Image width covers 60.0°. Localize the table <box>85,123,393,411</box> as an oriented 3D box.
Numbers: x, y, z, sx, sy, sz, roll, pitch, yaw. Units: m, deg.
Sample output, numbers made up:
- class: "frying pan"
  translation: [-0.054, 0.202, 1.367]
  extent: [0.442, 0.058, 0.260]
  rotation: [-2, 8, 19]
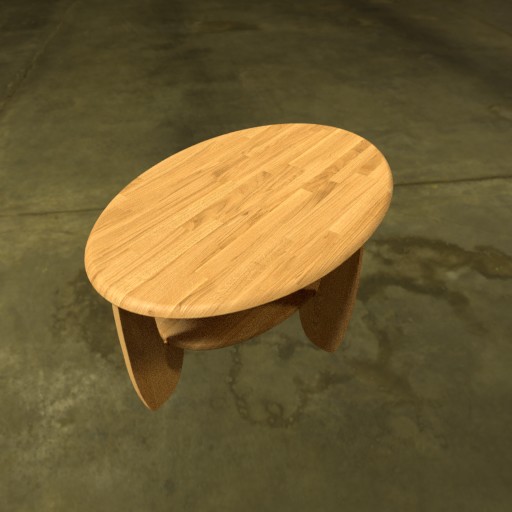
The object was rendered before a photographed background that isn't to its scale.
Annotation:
- class: "table"
  translation: [0.000, 0.000, 1.402]
  extent: [0.690, 0.490, 1.040]
  rotation: [26, 47, 27]
